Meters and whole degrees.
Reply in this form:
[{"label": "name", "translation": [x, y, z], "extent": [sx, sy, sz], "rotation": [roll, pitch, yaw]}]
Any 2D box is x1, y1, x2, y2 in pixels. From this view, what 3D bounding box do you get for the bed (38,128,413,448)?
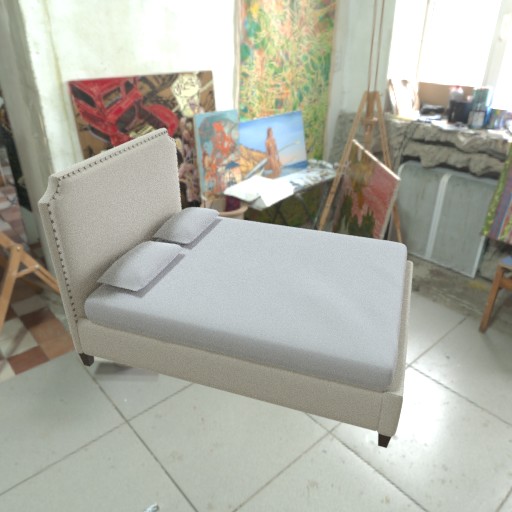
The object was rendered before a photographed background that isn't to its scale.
[{"label": "bed", "translation": [0.000, 0.000, 3.426], "extent": [2.372, 1.497, 1.712], "rotation": [10, 30, 17]}]
